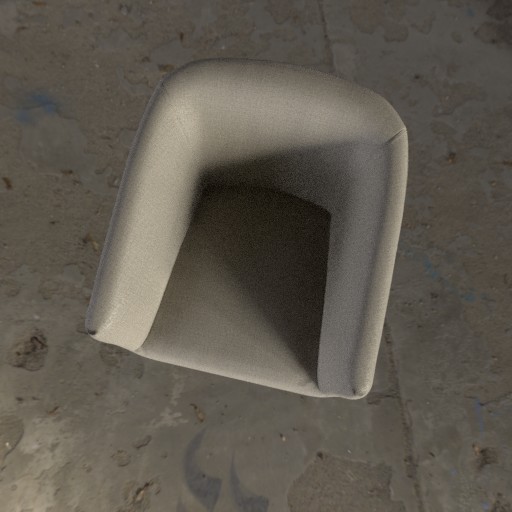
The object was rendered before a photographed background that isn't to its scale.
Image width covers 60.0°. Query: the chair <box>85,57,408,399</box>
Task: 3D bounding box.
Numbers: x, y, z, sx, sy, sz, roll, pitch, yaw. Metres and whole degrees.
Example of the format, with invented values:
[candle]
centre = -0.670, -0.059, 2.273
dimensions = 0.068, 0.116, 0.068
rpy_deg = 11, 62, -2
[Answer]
[chair]
centre = 0.000, 0.000, 1.228
dimensions = 0.600, 0.771, 0.668
rpy_deg = 12, 75, 3
